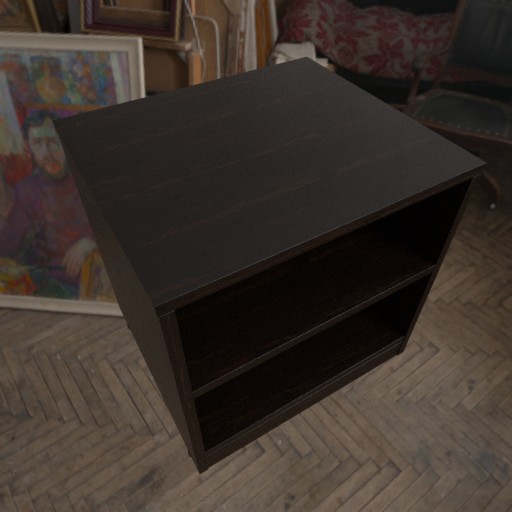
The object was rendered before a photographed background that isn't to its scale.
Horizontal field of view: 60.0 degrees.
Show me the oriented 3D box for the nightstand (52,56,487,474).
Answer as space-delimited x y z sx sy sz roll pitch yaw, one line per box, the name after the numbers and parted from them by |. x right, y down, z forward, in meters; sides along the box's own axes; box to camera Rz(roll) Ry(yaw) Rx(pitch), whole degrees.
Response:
0.000 0.000 0.826 0.489 0.487 0.427 -23 50 -21 | nightstand
